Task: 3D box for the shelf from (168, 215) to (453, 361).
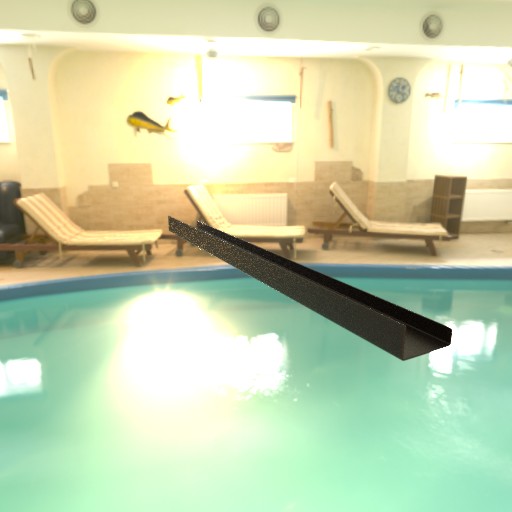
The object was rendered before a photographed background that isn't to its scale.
[{"bbox_3d":[0.000,0.000,0.960,0.092,0.049,0.924,-8,17,-28],"label":"shelf"}]
